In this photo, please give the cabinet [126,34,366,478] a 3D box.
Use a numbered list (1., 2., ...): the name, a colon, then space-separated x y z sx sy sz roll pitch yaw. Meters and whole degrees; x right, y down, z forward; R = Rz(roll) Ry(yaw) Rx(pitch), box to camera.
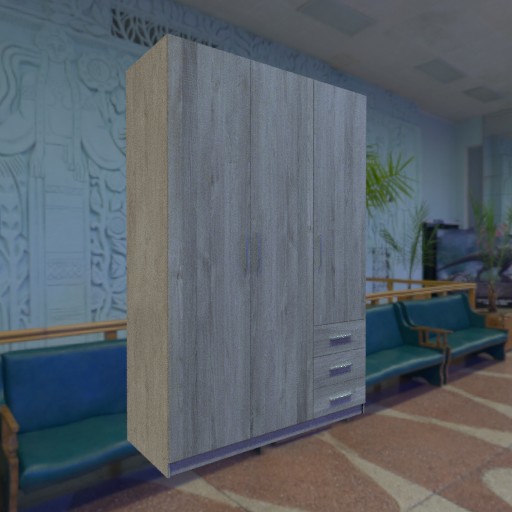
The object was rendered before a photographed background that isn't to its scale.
1. cabinet: 0.000 0.000 2.474 1.290 1.910 0.510 -1 1 -36
